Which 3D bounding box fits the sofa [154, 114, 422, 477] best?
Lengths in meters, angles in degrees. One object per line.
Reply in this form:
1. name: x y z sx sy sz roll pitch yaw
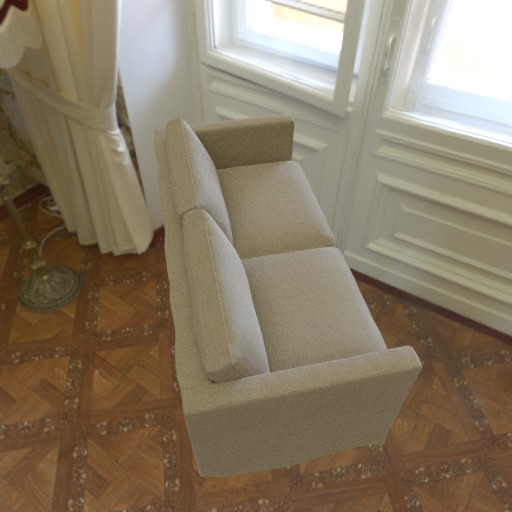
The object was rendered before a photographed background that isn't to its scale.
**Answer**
1. sofa: 0.000 0.000 2.480 0.956 0.847 1.987 -9 47 -8
